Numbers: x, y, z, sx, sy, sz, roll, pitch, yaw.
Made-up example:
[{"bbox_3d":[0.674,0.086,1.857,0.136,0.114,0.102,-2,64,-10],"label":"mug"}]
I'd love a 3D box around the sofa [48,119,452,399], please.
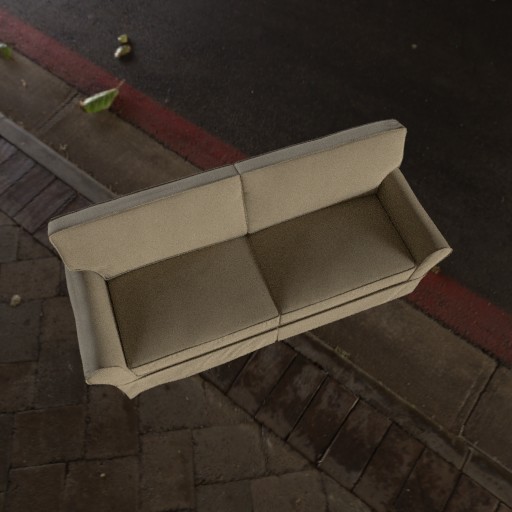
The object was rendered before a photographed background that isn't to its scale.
[{"bbox_3d":[0.000,0.000,2.750,2.246,1.014,0.900,-18,65,-9],"label":"sofa"}]
